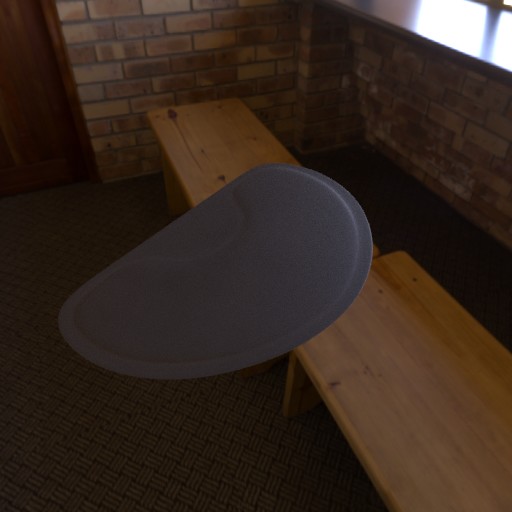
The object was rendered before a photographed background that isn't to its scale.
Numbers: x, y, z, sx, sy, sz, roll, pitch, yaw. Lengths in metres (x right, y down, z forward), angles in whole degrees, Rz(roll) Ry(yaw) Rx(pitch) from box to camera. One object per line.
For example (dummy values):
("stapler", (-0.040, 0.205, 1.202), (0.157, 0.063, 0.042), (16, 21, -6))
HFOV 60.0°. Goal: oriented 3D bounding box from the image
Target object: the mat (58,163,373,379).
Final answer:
("mat", (0.000, 0.000, 1.884), (0.913, 0.013, 1.524), (25, 47, 26))
